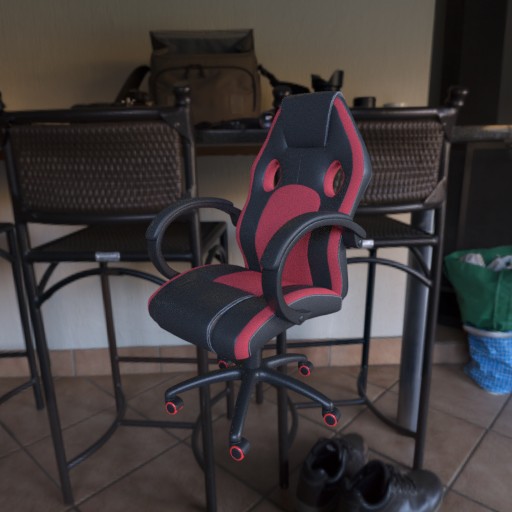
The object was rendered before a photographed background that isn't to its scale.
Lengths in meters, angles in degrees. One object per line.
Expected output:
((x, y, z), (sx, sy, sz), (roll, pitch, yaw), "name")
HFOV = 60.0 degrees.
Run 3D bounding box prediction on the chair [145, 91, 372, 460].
((0.000, 0.000, 1.631), (0.673, 1.187, 0.724), (13, 19, 43), "chair")
